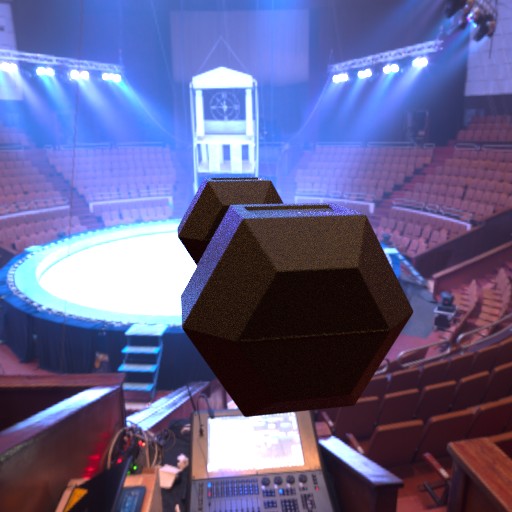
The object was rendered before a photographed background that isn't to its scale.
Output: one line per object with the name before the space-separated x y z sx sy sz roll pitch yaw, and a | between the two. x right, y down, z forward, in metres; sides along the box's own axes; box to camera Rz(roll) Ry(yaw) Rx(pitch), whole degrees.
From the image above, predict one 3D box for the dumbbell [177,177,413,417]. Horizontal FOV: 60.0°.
dumbbell | 0.000 0.000 0.308 0.106 0.092 0.272 -3 14 -10
